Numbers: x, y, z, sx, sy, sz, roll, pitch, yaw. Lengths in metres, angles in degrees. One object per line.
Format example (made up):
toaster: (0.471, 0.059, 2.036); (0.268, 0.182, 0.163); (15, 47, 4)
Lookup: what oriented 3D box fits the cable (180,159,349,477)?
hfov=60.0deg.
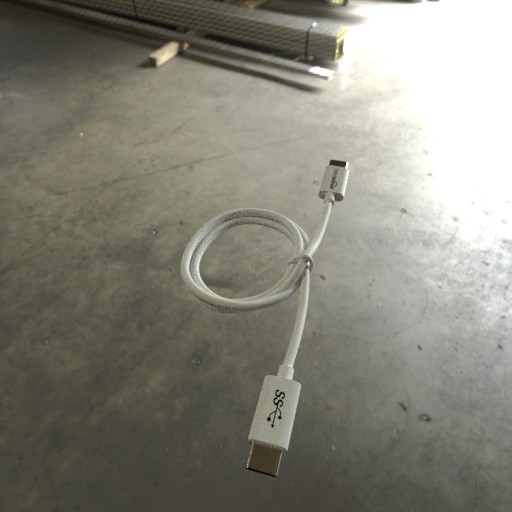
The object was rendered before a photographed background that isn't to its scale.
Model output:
cable: (0.000, 0.000, 0.212); (0.070, 0.014, 0.186); (11, 47, 10)
